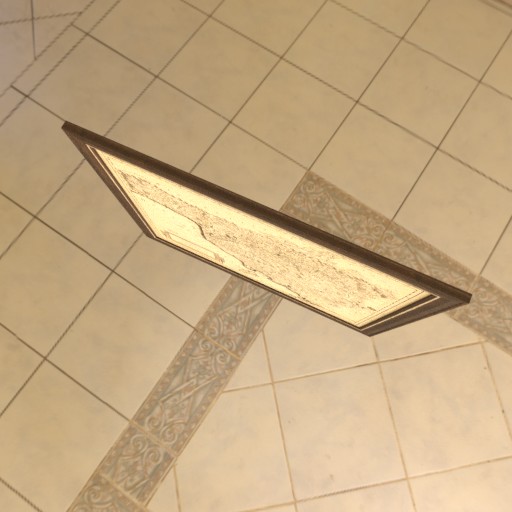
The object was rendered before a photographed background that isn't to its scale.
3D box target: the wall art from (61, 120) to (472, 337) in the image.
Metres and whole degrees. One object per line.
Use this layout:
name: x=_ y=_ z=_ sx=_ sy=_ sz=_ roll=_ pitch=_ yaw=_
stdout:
wall art: x=0.000 y=0.000 z=1.447 sx=1.033 sy=0.875 sz=0.023 roll=24 pitch=76 yaw=6
